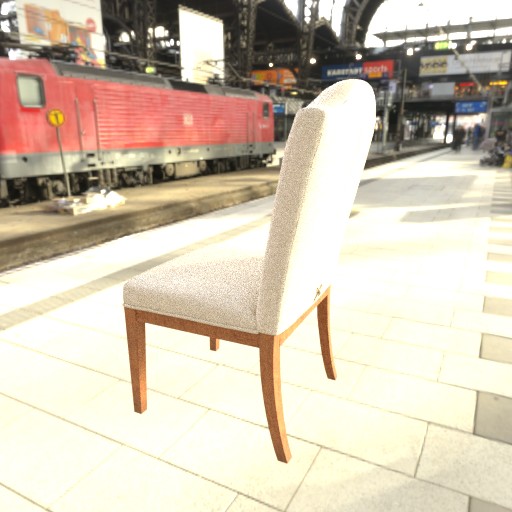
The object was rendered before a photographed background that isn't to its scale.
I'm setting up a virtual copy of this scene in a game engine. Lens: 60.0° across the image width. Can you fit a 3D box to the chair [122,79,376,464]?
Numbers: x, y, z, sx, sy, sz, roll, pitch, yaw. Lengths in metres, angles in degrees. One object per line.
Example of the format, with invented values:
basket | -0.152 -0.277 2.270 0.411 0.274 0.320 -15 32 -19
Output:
chair | 0.000 0.000 1.395 0.648 1.012 0.534 8 17 25
